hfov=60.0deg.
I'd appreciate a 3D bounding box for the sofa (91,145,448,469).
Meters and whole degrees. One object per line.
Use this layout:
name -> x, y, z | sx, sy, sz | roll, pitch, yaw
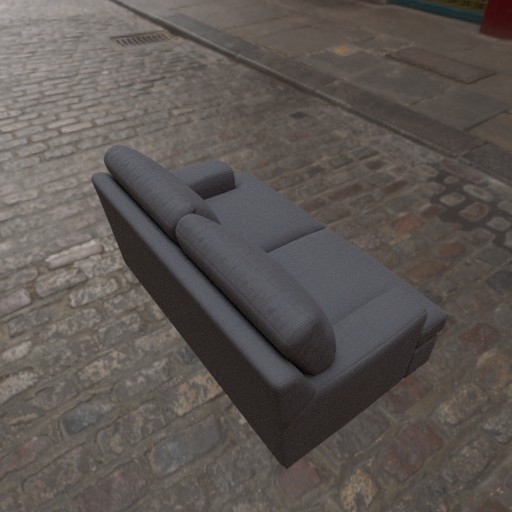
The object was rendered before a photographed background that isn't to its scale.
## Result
sofa -> 0.000, 0.000, 2.526 | 1.143, 0.940, 1.880 | -25, 46, -27
